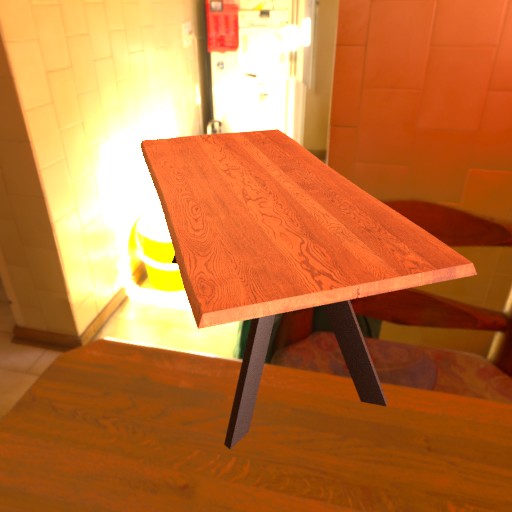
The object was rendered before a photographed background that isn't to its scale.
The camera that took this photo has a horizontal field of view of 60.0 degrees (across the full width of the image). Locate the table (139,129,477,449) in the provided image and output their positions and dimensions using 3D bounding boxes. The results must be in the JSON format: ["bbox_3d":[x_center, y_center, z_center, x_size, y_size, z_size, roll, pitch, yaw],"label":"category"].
[{"bbox_3d":[0.000,0.000,2.200,0.900,0.770,1.800,-9,31,-15],"label":"table"}]
